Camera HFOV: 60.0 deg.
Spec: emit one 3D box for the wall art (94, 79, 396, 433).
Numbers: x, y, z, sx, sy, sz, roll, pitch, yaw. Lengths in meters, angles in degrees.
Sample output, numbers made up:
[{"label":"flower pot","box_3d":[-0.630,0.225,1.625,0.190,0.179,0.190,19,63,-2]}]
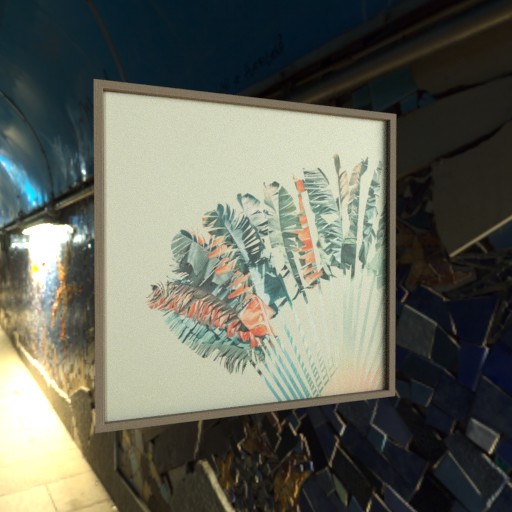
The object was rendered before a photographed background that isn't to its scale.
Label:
[{"label":"wall art","box_3d":[0.000,0.000,0.446,0.304,0.303,0.038,0,1,-19]}]
